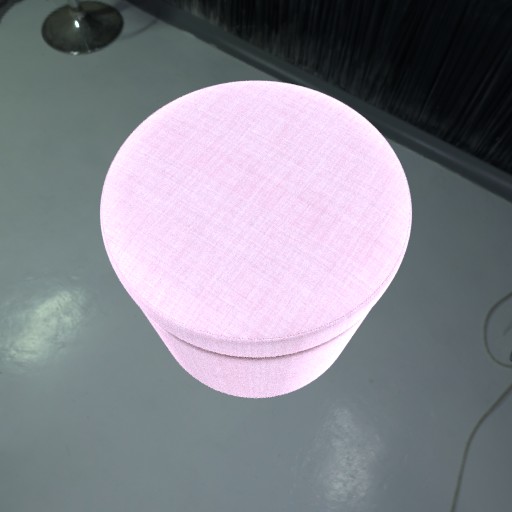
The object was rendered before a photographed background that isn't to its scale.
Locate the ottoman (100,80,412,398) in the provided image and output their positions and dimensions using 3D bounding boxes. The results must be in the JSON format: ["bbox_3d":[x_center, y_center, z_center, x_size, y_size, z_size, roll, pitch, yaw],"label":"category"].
[{"bbox_3d":[0.000,0.000,0.732,0.400,0.406,0.400,0,64,0],"label":"ottoman"}]
